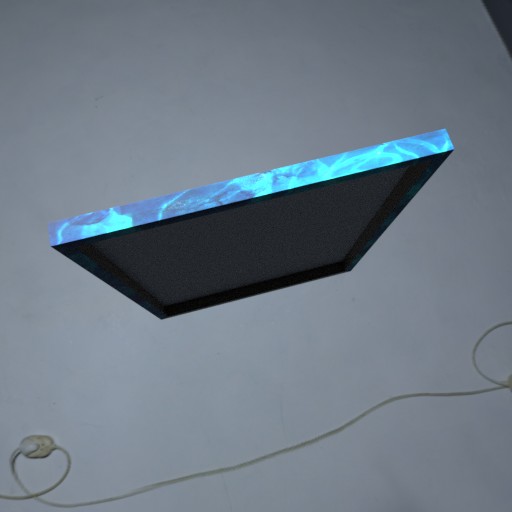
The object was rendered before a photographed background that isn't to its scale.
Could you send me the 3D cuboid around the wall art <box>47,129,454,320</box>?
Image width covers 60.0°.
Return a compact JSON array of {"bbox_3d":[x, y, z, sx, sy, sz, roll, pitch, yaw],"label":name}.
[{"bbox_3d":[0.000,0.000,1.017,0.609,0.760,0.038,-14,75,-4],"label":"wall art"}]
